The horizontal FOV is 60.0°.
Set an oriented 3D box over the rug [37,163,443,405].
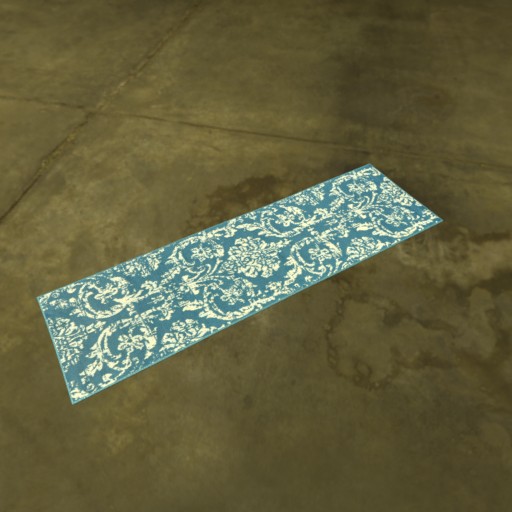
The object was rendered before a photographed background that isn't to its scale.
[{"bbox_3d":[0.000,0.000,2.434,2.196,0.011,0.662,-24,52,-20],"label":"rug"}]
